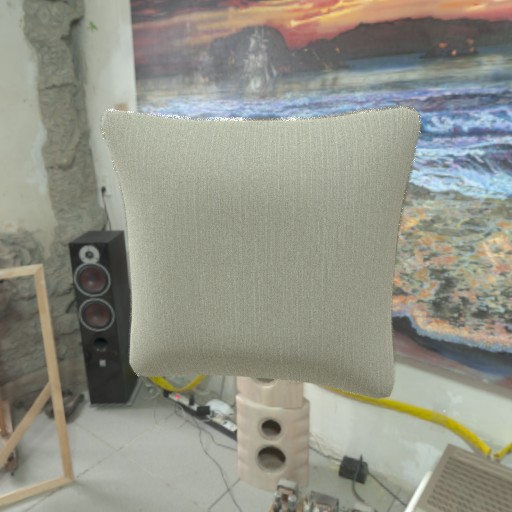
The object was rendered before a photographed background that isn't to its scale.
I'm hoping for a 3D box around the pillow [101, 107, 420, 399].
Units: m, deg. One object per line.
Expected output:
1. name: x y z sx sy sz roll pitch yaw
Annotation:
1. pillow: 0.000 0.000 0.820 0.538 0.525 0.216 2 16 7
